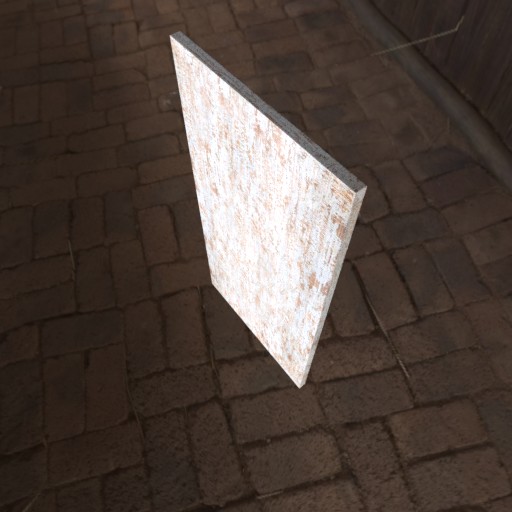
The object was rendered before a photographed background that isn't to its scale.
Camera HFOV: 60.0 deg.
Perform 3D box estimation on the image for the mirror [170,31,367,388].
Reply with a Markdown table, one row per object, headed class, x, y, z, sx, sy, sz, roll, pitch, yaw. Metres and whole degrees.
| class | x | y | z | sx | sy | sz | roll | pitch | yaw |
| --- | --- | --- | --- | --- | --- | --- | --- | --- | --- |
| mirror | 0.000 | 0.000 | 1.092 | 0.027 | 0.922 | 0.472 | -33 | 63 | -19 |
